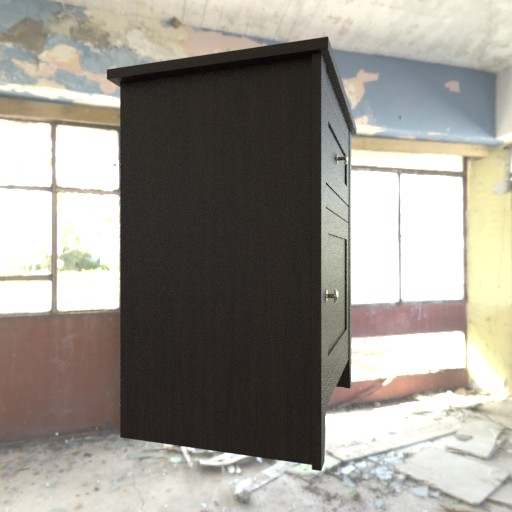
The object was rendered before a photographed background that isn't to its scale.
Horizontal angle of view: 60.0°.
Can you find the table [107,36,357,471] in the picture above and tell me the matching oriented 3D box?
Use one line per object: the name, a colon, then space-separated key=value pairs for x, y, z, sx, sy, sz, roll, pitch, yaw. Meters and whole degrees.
table: x=0.000 y=0.000 z=0.925 sx=0.381 sy=0.635 sz=0.480 roll=0 pitch=0 yaw=18
